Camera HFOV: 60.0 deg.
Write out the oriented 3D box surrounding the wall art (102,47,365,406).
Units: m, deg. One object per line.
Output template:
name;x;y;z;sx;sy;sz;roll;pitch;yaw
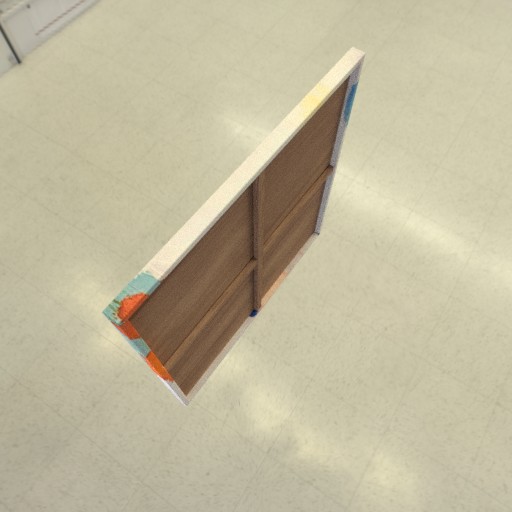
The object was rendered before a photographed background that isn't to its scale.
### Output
wall art;0.000;0.000;1.238;0.037;0.814;0.814;33;67;16
